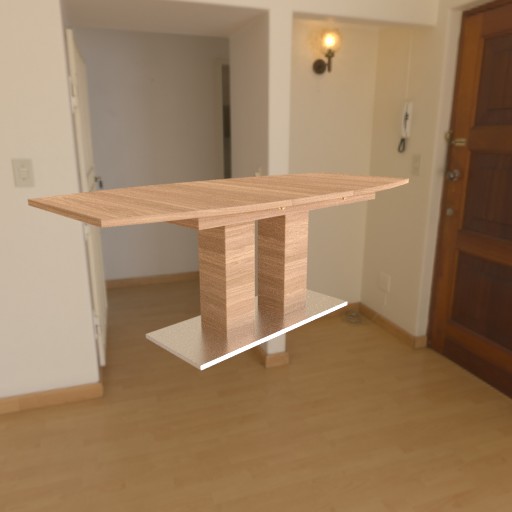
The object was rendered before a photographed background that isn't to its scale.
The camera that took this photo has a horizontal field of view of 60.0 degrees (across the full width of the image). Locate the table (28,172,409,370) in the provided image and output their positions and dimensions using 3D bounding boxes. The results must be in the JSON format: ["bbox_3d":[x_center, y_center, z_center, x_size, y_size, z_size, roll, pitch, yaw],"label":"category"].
[{"bbox_3d":[0.000,0.000,2.415,2.032,0.750,0.900,-14,21,-43],"label":"table"}]
